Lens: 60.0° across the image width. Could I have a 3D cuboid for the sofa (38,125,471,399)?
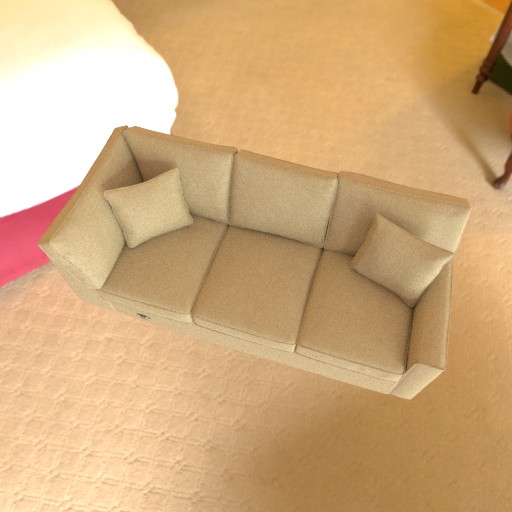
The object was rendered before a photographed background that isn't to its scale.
[{"bbox_3d":[0.000,0.000,2.808,2.317,0.962,1.061,15,59,9],"label":"sofa"}]
